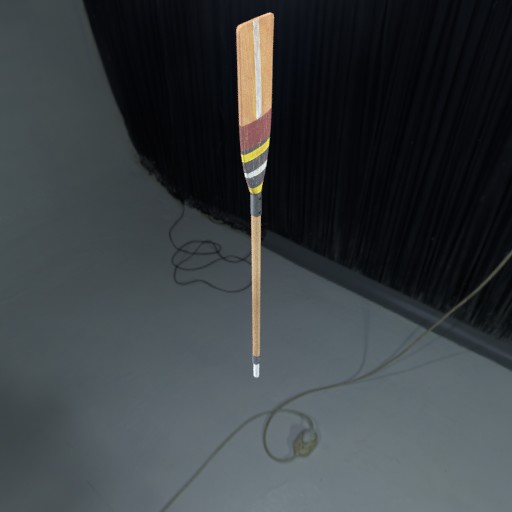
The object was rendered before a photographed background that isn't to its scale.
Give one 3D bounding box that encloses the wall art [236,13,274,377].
[{"bbox_3d":[0.000,0.000,1.598,0.038,1.556,0.146,25,48,25],"label":"wall art"}]
